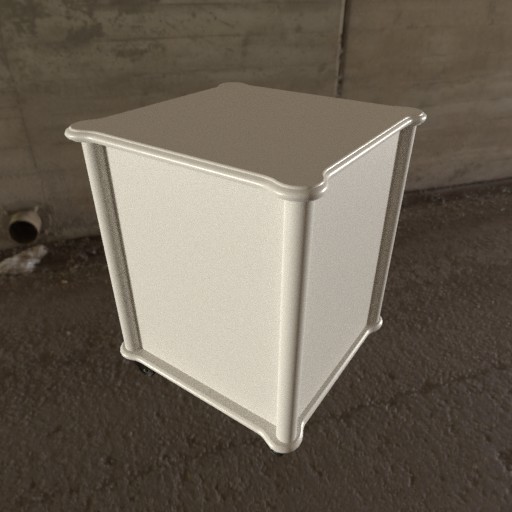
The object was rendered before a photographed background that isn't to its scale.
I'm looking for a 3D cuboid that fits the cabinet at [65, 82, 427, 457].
[{"bbox_3d":[0.000,0.000,1.229,0.627,0.761,0.628,20,37,29],"label":"cabinet"}]
